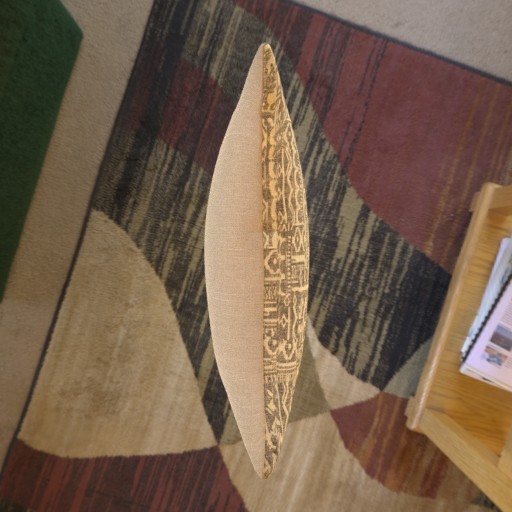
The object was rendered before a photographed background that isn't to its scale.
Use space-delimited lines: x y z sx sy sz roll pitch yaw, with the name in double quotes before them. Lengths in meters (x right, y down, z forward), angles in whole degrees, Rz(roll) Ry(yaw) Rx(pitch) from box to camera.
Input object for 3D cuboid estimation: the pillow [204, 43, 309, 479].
"pillow" 0.000 0.000 0.778 0.180 0.487 0.546 0 91 -3
